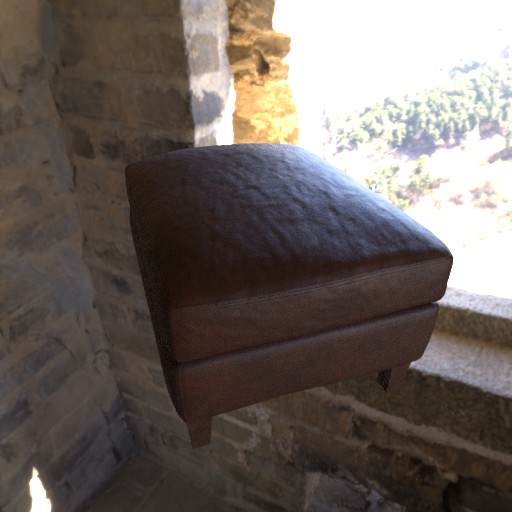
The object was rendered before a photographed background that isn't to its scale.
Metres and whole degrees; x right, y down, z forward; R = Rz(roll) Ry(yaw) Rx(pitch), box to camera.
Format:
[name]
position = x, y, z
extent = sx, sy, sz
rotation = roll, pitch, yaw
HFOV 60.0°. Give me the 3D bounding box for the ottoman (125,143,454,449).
[ottoman]
position = 0.000, 0.000, 1.298
extent = 0.659, 0.527, 0.887
rotation = -10, 32, -16
